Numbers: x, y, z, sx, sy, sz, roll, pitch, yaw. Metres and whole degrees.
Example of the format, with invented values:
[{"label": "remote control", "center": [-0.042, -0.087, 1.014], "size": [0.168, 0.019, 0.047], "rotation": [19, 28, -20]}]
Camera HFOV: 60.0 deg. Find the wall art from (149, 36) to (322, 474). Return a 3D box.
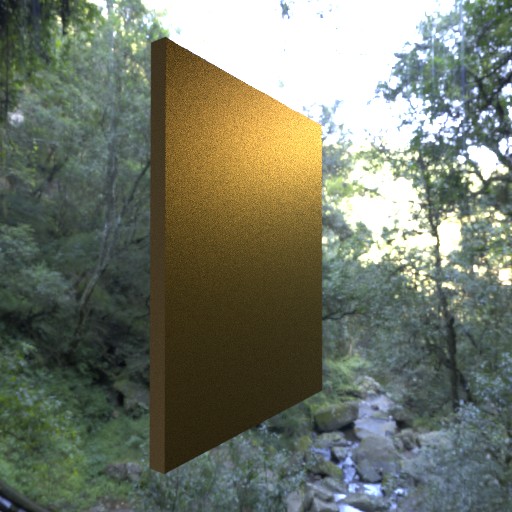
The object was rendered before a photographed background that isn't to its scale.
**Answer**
[{"label": "wall art", "center": [0.000, 0.000, 1.032], "size": [0.038, 0.762, 0.610], "rotation": [-1, -1, 35]}]
